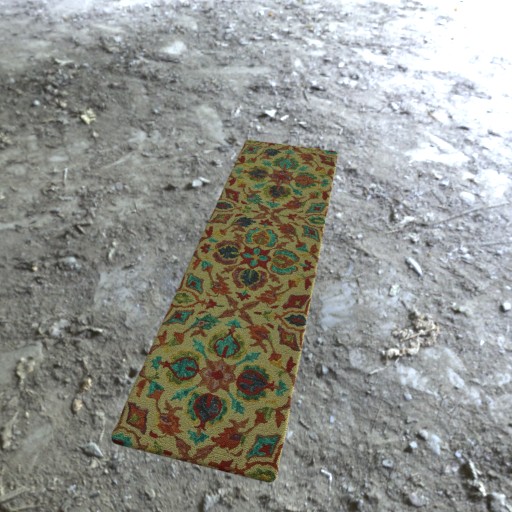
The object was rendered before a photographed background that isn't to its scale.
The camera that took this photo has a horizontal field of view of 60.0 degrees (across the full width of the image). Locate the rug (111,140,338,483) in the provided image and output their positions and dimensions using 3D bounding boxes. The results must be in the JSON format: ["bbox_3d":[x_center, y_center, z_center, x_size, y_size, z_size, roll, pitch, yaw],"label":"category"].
[{"bbox_3d":[0.000,0.000,2.487,0.693,0.016,2.273,10,48,9],"label":"rug"}]
